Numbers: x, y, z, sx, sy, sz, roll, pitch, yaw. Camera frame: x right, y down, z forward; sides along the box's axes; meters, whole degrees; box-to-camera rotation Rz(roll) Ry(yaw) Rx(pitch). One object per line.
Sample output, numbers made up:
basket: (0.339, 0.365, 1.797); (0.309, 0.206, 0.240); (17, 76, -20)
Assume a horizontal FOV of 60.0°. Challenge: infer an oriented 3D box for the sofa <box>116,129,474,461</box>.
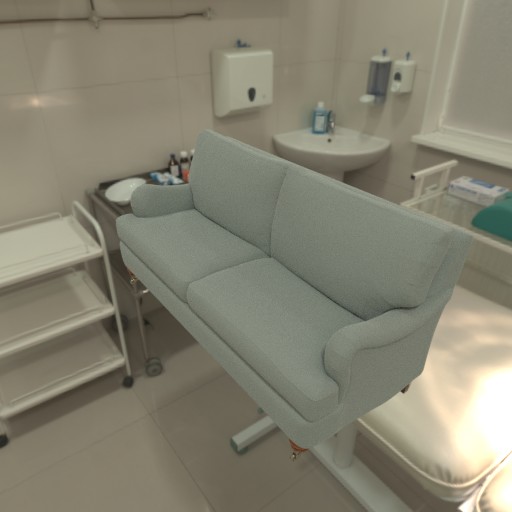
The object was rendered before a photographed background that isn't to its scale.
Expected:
sofa: (0.000, 0.000, 2.817); (1.069, 1.096, 2.193); (-21, 37, -31)
